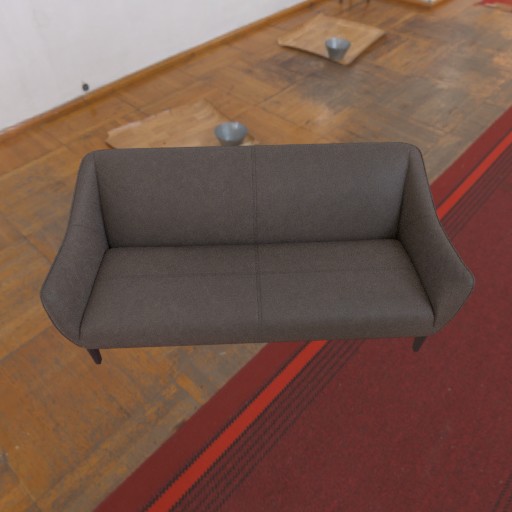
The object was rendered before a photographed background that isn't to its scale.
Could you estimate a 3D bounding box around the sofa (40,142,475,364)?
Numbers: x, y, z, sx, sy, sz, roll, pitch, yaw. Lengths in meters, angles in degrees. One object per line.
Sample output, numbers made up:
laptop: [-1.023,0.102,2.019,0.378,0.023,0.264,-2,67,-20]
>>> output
sofa: [0.000,0.000,2.351,1.928,0.831,0.869,-2,47,-2]
